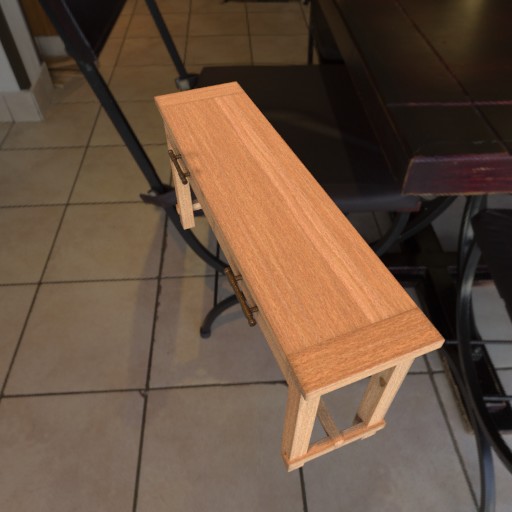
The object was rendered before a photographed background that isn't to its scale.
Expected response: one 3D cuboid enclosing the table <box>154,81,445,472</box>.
[{"bbox_3d":[0.000,0.000,1.904,0.442,0.762,1.599,-17,49,-15],"label":"table"}]
